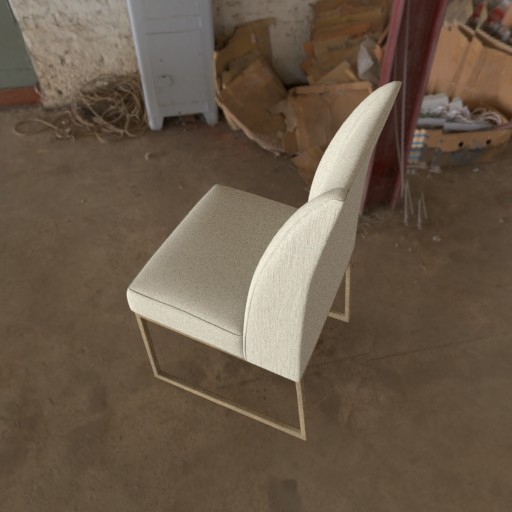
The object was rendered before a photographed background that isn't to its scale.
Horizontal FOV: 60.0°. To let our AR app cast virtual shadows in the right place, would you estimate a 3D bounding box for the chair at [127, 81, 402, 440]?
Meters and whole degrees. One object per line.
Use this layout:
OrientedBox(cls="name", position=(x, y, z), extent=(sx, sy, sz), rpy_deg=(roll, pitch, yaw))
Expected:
OrientedBox(cls="chair", position=(0.000, 0.000, 1.195), extent=(0.522, 0.863, 0.508), rpy_deg=(17, 48, 16))
